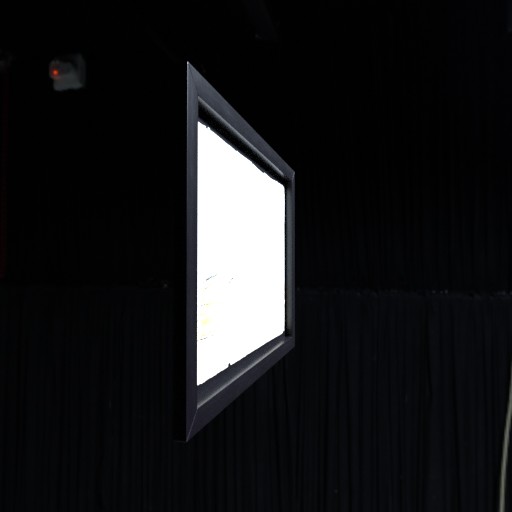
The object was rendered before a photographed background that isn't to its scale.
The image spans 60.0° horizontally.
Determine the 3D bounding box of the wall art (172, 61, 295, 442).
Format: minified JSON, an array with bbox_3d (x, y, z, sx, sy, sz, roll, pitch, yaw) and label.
[{"bbox_3d":[0.000,0.000,0.568,0.013,0.306,0.440,0,-1,16],"label":"wall art"}]
